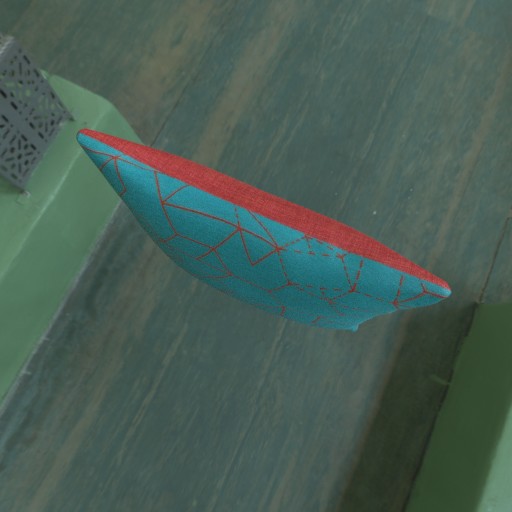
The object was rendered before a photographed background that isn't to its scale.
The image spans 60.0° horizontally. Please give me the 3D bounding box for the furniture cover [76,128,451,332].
[{"bbox_3d":[0.000,0.000,0.801,0.517,0.508,0.158,24,77,6],"label":"furniture cover"}]
